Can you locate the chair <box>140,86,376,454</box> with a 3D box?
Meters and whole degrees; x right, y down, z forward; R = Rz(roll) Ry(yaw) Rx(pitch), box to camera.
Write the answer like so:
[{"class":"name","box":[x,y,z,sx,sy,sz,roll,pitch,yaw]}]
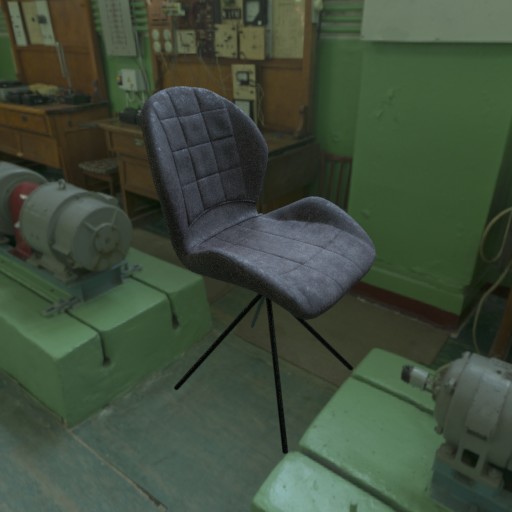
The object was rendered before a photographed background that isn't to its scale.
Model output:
[{"class":"chair","box":[0.000,0.000,1.352,0.640,0.934,0.527,18,32,32]}]
